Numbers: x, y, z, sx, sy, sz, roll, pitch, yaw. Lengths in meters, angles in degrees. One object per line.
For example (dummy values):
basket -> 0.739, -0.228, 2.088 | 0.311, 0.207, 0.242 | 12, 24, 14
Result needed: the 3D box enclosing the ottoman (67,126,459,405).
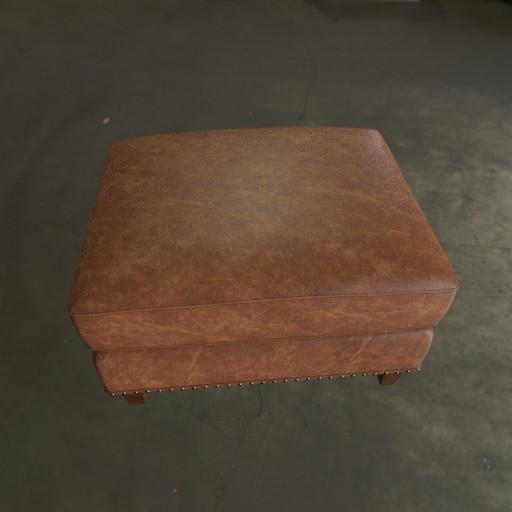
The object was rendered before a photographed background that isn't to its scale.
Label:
ottoman -> 0.000, 0.000, 1.127 | 0.742, 0.486, 0.586 | -3, 46, -3
